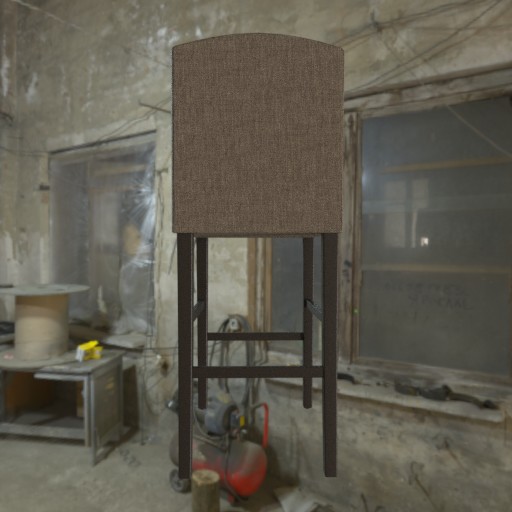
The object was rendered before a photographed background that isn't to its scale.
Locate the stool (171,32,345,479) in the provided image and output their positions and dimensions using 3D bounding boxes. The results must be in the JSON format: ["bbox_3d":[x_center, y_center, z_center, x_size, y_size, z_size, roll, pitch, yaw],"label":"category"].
[{"bbox_3d":[0.000,0.000,1.393,0.451,1.138,0.552,0,1,-1],"label":"stool"}]
